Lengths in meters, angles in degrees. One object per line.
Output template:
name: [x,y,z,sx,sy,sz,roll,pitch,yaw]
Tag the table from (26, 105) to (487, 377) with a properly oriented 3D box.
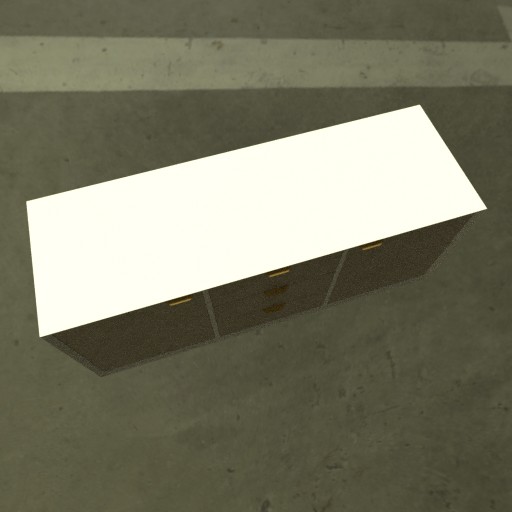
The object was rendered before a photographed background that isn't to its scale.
table: [0.000,0.000,1.865,1.500,0.769,0.508,-16,64,-8]
